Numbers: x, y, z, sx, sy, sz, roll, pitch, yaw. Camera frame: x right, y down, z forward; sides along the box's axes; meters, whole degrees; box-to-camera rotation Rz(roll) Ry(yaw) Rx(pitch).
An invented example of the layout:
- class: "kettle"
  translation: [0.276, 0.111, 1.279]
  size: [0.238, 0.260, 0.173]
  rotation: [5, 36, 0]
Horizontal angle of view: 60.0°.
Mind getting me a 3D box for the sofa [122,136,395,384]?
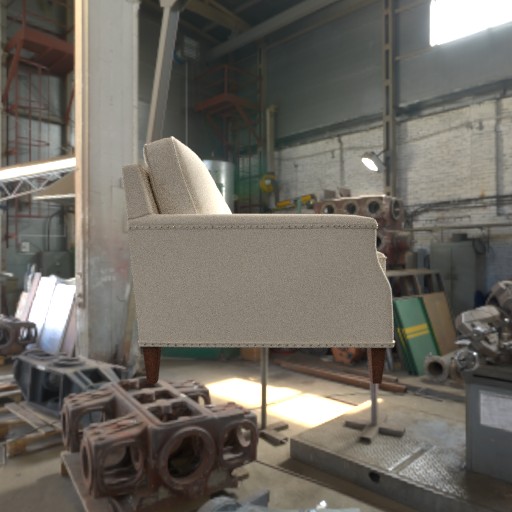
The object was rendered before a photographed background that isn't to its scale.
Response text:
- class: "sofa"
  translation: [0.000, 0.000, 2.807]
  size: [1.084, 1.003, 2.246]
  rotation: [0, 0, 0]
